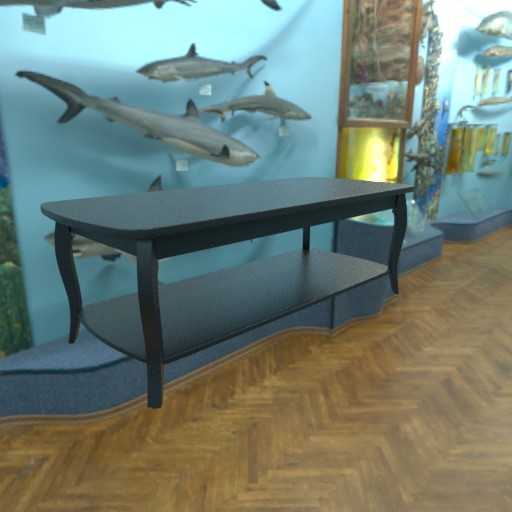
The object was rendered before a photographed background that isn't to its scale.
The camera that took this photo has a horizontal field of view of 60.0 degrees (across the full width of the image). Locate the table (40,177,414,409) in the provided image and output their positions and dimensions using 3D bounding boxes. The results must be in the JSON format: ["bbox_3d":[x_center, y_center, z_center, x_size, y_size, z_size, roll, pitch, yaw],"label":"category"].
[{"bbox_3d":[0.000,0.000,1.606,1.333,0.457,0.571,-14,21,-42],"label":"table"}]
